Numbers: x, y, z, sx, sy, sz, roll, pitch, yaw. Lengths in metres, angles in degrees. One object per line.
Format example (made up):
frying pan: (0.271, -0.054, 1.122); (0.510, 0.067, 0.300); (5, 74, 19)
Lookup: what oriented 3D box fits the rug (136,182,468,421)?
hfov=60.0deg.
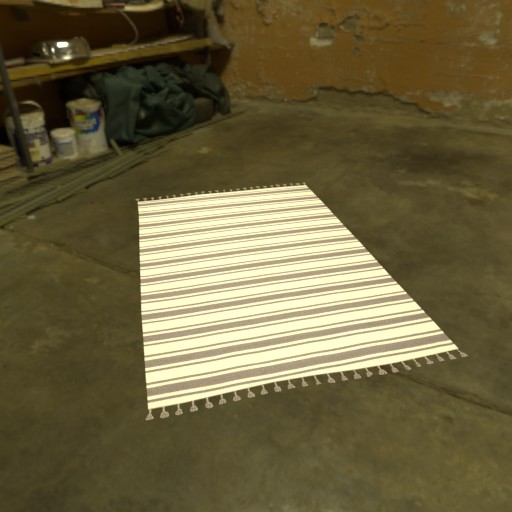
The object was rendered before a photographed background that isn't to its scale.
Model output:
rug: (0.000, 0.000, 3.031); (1.563, 0.014, 2.425); (-7, 32, -12)
